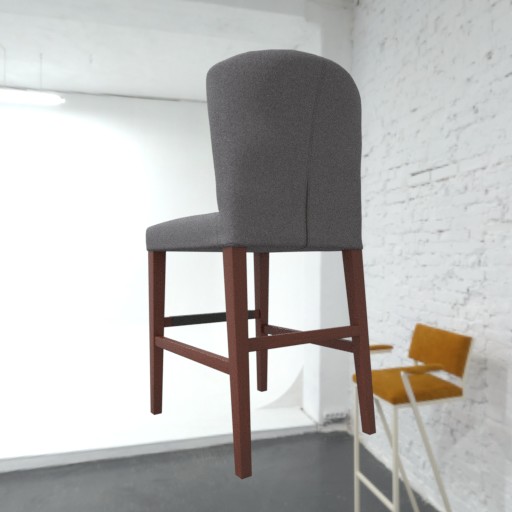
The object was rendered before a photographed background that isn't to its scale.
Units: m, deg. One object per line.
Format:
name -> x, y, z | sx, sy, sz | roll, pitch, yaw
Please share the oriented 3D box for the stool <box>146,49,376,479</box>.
stool -> 0.000, 0.000, 1.293 | 0.481, 0.968, 0.568 | 0, -1, -36
